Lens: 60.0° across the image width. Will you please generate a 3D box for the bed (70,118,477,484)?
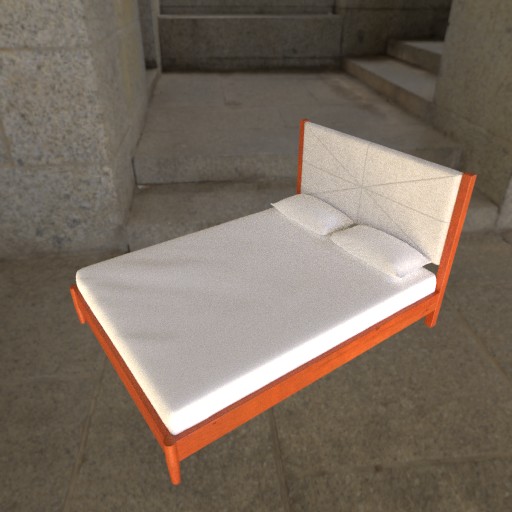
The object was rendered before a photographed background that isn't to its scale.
[{"bbox_3d":[0.000,0.000,2.952,2.117,1.165,1.566,-21,37,-30],"label":"bed"}]
